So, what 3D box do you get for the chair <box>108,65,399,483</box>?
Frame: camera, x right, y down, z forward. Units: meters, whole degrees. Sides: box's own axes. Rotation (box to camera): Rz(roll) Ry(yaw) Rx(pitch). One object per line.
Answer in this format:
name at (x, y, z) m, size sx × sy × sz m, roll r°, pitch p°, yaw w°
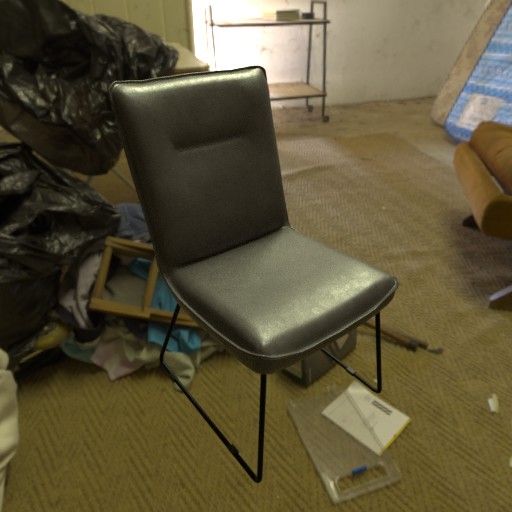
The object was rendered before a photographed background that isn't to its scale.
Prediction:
chair at (0.000, 0.000, 1.300) m, size 0.515 × 0.932 × 0.688 m, roll -22°, pitch 38°, yaw -31°
